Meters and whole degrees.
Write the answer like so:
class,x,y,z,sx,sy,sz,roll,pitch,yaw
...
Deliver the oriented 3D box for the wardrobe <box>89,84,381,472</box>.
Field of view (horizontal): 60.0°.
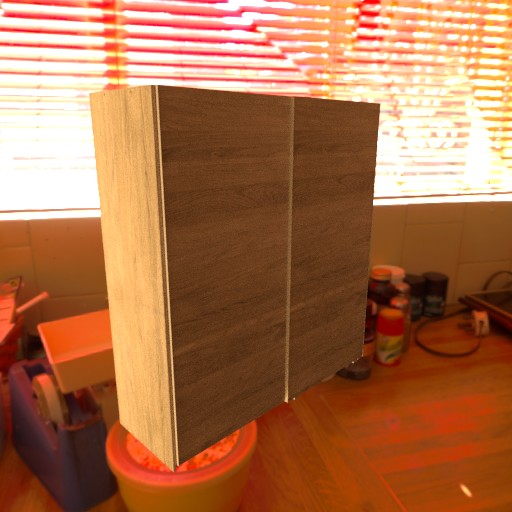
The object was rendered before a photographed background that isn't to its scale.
class,x,y,z,sx,sy,sz,roll,pitch,yaw
wardrobe,0.000,0.000,2.911,1.780,1.960,0.629,-15,21,-43
